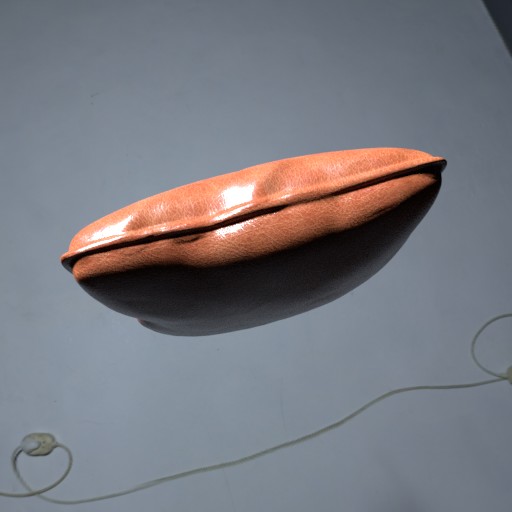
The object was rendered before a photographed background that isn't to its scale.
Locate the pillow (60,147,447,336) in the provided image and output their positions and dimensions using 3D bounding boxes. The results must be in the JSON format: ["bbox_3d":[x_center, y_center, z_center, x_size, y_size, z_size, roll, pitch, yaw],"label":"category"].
[{"bbox_3d":[0.000,0.000,0.802,0.532,0.523,0.236,-15,75,-4],"label":"pillow"}]
